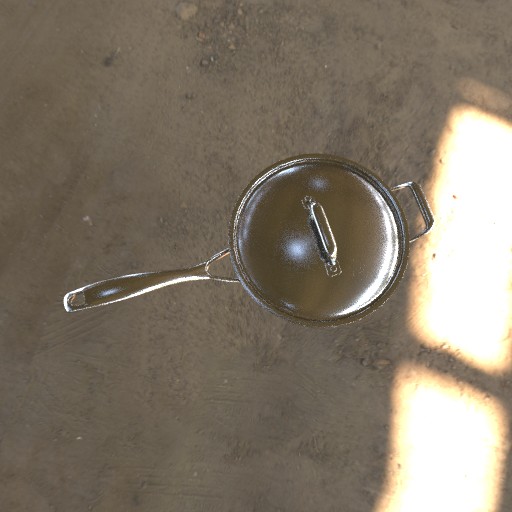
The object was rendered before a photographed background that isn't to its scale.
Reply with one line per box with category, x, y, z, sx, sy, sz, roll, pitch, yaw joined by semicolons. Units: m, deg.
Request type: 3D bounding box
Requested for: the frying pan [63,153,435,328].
frying pan;0.000;0.000;0.682;0.561;0.114;0.280;-17;76;-4
